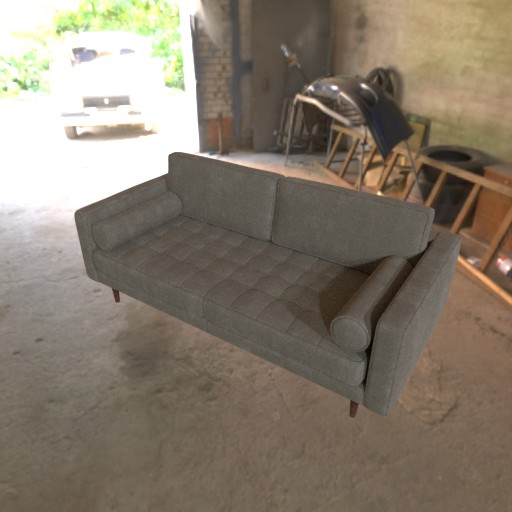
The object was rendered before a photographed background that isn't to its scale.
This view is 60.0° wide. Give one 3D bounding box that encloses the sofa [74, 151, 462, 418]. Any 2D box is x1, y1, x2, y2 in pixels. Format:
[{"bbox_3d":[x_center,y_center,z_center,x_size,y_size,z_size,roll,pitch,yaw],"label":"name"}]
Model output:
[{"bbox_3d":[0.000,0.000,2.382,1.883,0.769,0.920,19,35,29],"label":"sofa"}]
